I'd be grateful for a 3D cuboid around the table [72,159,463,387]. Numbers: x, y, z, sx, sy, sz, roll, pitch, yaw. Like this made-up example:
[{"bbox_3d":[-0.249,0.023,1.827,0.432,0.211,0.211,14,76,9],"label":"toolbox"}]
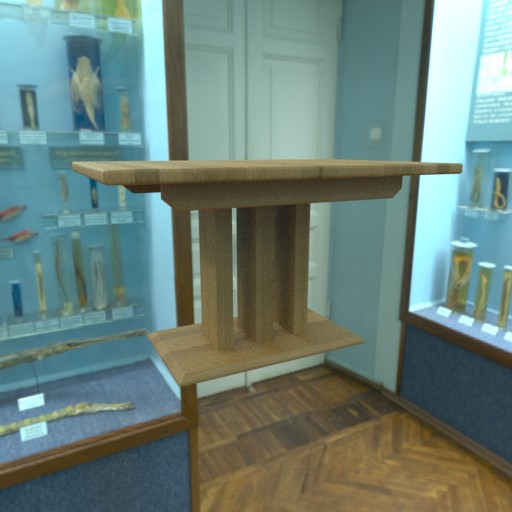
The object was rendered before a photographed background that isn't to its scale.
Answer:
[{"bbox_3d":[0.000,0.000,1.862,1.300,0.770,0.900,-7,15,-26],"label":"table"}]
